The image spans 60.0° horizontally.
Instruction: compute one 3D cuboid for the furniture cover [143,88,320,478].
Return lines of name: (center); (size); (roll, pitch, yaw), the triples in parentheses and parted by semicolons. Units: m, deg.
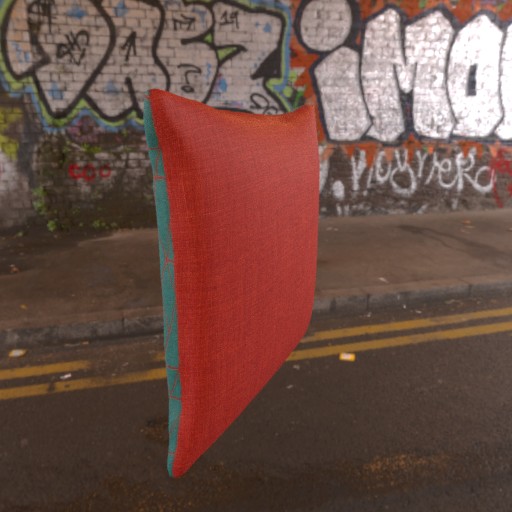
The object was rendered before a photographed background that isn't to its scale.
furniture cover: (0.000, 0.000, 0.756); (0.158, 0.508, 0.517); (8, 18, 24)
